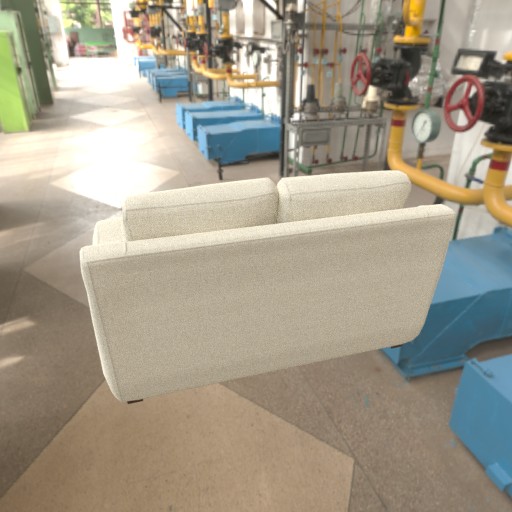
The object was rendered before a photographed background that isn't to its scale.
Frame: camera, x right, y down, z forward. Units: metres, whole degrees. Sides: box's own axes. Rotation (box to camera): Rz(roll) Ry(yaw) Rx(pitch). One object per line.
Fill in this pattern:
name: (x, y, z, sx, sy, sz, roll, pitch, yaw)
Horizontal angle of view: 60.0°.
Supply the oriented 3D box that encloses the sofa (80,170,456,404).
sofa: (0.000, 0.000, 2.475, 1.744, 1.047, 1.040, -8, 28, -15)
